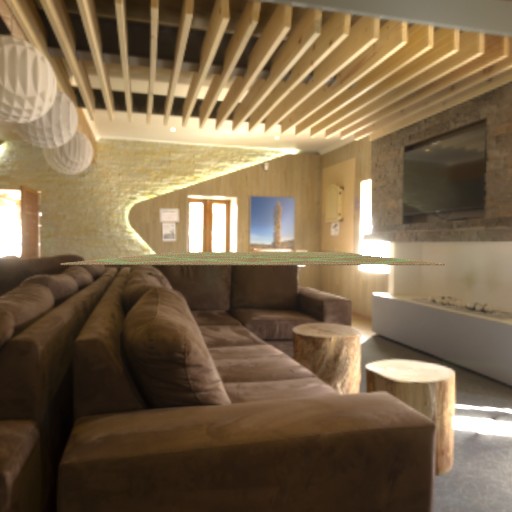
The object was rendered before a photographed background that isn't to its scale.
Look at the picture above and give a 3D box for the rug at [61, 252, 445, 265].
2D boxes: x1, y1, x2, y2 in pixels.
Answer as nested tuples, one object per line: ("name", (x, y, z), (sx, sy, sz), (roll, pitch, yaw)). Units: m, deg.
("rug", (0.000, 0.000, 2.897), (1.524, 0.006, 2.286), (0, 2, 1))
